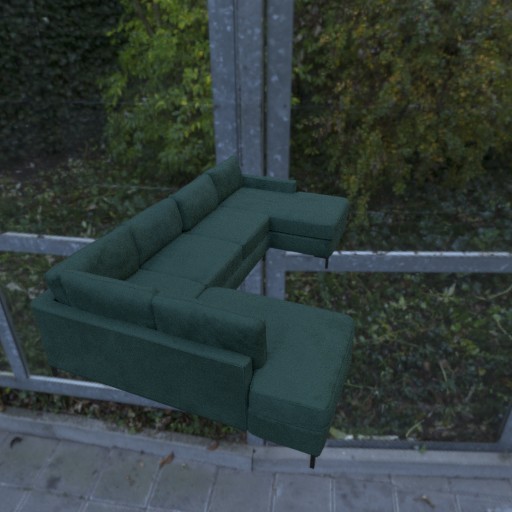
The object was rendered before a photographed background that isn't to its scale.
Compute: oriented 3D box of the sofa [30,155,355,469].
[{"bbox_3d":[0.000,0.000,3.781,1.992,0.861,2.994,11,31,19],"label":"sofa"}]
